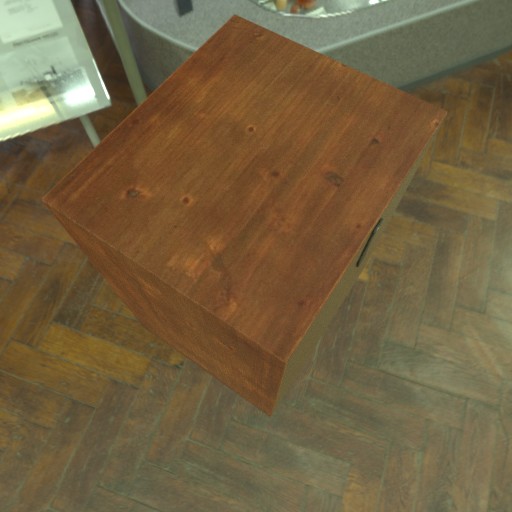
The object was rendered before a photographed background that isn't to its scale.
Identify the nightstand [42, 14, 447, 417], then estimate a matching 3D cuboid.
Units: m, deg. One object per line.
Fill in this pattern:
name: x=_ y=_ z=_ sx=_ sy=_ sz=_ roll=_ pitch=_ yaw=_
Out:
nightstand: x=0.000 y=0.000 z=0.960 sx=0.410 sy=0.695 sz=0.465 roll=31 pitch=68 yaw=14
